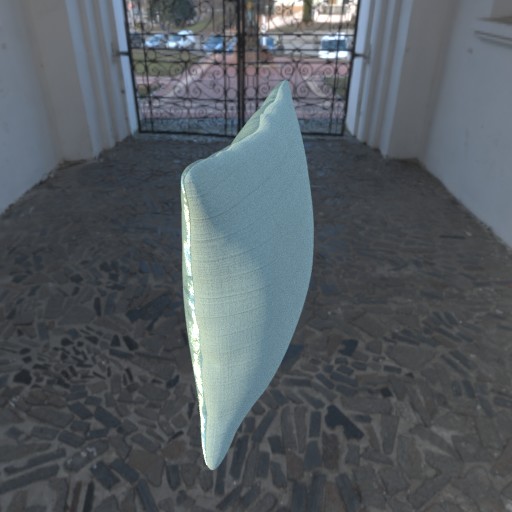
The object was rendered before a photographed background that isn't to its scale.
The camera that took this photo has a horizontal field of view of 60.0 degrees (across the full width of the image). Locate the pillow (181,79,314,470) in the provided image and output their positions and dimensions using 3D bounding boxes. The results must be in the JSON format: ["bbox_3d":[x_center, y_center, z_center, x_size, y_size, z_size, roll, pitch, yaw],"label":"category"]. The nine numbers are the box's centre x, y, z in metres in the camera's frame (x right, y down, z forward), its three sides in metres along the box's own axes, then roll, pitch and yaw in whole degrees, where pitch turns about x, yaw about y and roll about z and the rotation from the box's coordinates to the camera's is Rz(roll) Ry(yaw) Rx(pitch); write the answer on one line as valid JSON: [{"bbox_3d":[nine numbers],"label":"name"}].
[{"bbox_3d":[0.000,0.000,0.720,0.175,0.464,0.470,9,33,14],"label":"pillow"}]
